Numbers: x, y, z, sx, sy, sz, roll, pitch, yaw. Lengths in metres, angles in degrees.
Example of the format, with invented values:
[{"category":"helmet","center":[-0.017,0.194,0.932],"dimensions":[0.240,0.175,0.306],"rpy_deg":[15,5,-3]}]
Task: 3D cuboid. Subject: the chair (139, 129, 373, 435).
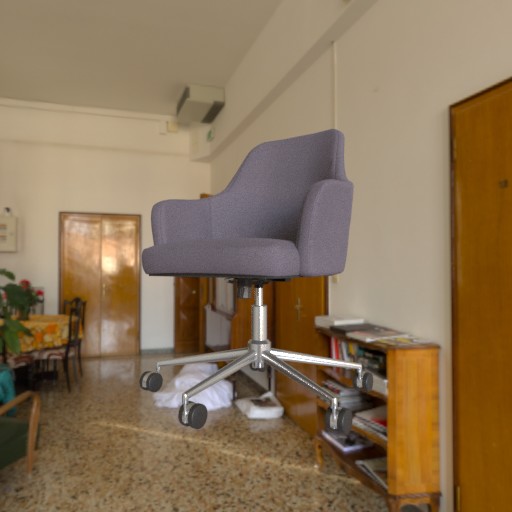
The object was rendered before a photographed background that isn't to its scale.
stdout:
[{"category":"chair","center":[0.000,0.000,1.282],"dimensions":[0.655,0.820,0.600],"rpy_deg":[-1,-1,36]}]
